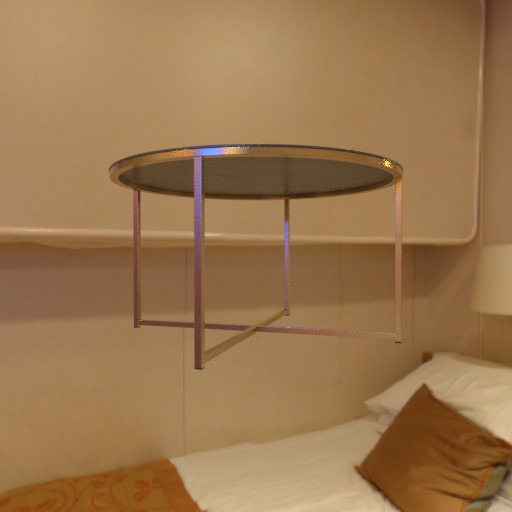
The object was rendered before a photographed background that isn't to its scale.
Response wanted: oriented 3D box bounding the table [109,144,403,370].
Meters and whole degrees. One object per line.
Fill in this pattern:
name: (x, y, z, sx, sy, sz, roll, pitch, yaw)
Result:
table: (0.000, 0.000, 1.272, 0.800, 0.450, 0.800, 0, 1, 0)
